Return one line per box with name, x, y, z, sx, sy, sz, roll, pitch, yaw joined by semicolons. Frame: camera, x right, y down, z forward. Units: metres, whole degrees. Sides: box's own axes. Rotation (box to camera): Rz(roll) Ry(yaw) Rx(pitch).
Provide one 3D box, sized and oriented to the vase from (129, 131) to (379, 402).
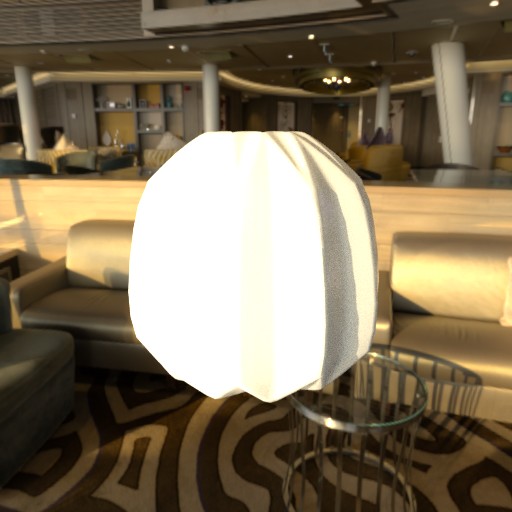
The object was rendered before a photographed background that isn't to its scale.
vase;0.000;0.000;0.248;0.139;0.134;0.139;0;15;0
